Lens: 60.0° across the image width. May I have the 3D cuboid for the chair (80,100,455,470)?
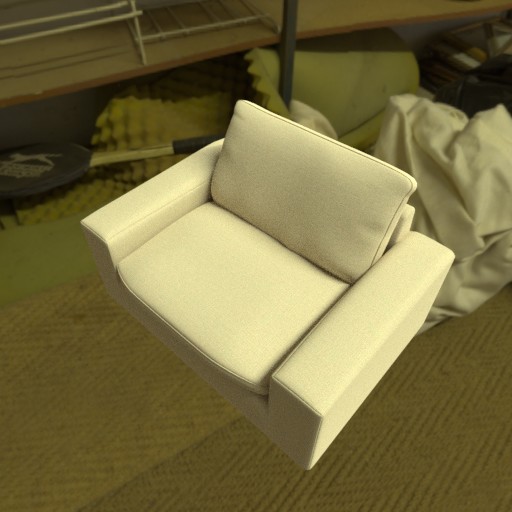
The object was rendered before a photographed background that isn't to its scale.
[{"bbox_3d":[0.000,0.000,2.038,1.398,0.915,1.039,33,55,27],"label":"chair"}]
